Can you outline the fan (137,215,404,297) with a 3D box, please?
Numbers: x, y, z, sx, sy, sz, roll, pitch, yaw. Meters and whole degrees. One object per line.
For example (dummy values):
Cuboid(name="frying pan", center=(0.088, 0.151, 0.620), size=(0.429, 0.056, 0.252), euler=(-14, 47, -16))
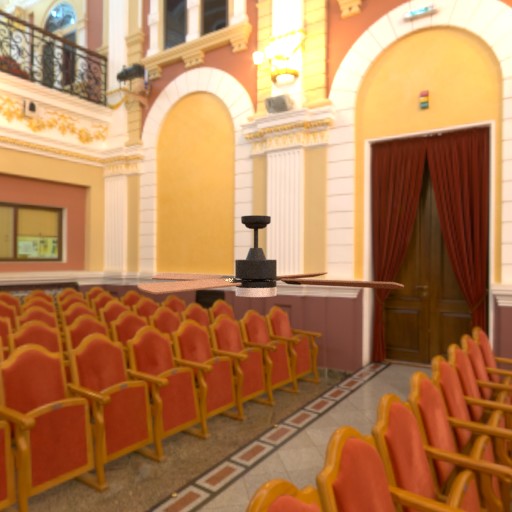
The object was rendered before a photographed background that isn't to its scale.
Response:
Cuboid(name="fan", center=(0.000, 0.000, 2.003), size=(1.320, 0.355, 1.320), euler=(0, 0, 35))
